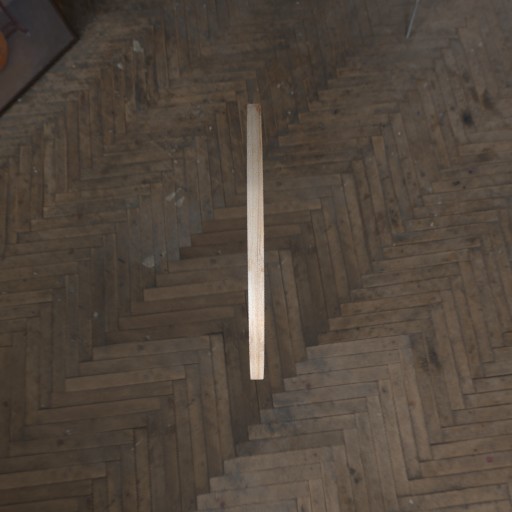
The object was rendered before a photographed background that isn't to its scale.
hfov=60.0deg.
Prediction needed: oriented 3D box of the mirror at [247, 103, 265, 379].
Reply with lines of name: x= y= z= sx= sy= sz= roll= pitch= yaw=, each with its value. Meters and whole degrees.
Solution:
mirror: x=0.000 y=0.000 z=1.234 sx=0.032 sy=0.920 sz=0.660 roll=-1 pitch=75 yaw=0
